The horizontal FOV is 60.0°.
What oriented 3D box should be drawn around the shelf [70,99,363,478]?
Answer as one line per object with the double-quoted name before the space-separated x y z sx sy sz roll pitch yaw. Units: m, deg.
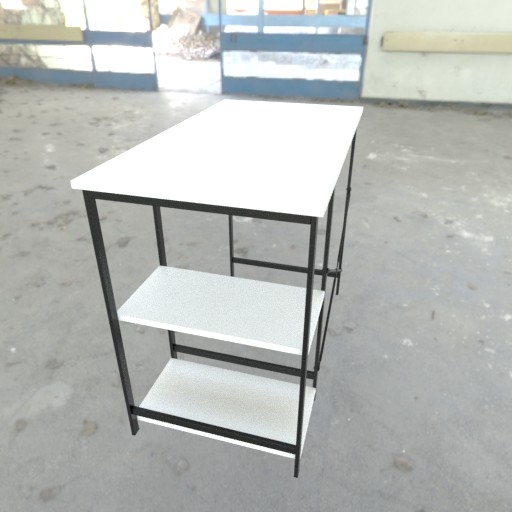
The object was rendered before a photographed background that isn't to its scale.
"shelf" 0.000 0.000 1.369 0.498 0.750 0.902 8 30 14
